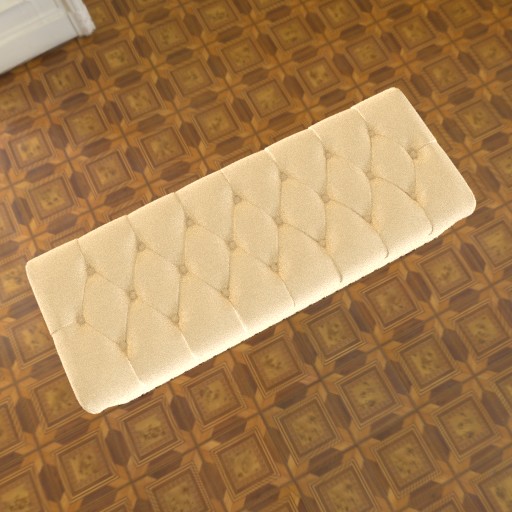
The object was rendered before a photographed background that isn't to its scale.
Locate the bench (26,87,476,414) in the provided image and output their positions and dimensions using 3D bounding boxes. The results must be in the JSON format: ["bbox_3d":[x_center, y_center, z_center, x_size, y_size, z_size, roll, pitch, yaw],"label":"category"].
[{"bbox_3d":[0.000,0.000,1.272,1.054,0.470,0.400,-27,77,-7],"label":"bench"}]
